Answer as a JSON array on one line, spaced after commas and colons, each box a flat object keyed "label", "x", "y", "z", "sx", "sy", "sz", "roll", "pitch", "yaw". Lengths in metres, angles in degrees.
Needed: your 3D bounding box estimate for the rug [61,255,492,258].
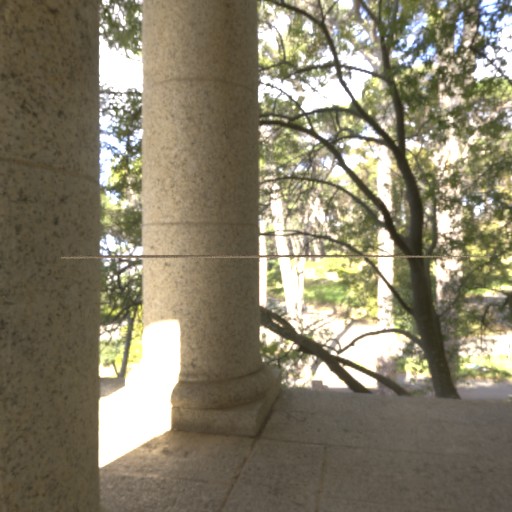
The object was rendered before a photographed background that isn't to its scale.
[{"label": "rug", "x": 0.000, "y": 0.000, "z": 3.999, "sx": 2.977, "sy": 0.008, "sz": 2.380, "roll": 0, "pitch": 0, "yaw": -17}]
